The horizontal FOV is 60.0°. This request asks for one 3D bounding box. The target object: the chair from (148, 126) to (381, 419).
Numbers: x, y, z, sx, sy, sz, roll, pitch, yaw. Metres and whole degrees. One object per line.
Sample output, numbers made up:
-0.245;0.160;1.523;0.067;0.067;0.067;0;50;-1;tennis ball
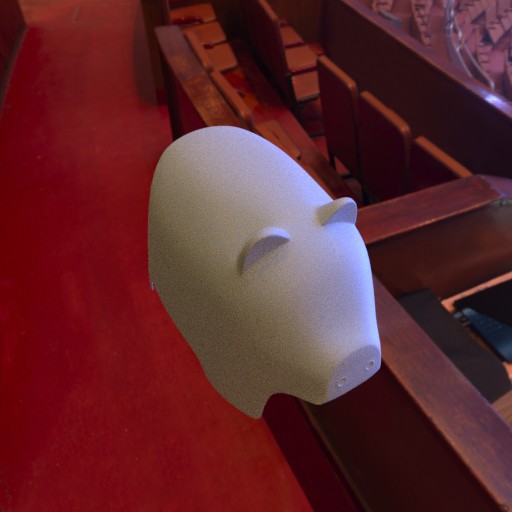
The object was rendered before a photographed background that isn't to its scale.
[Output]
0.000;0.000;0.877;0.364;0.423;0.619;-23;51;-21;chair
